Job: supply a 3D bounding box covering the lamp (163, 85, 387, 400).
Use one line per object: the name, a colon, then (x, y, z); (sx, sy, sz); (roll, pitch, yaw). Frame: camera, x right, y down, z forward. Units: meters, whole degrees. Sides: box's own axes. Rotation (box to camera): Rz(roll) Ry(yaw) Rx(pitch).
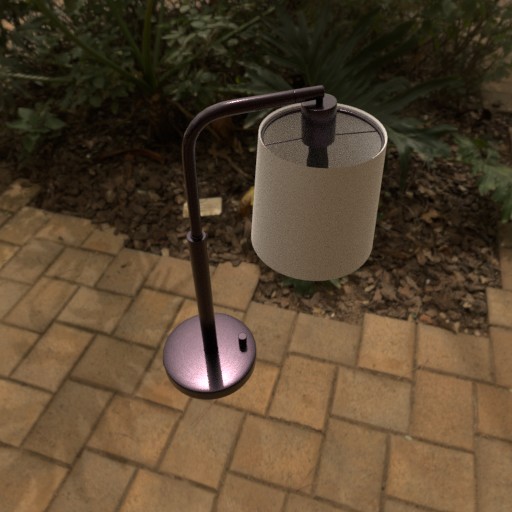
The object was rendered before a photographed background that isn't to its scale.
lamp: (0.000, 0.000, 0.638); (0.333, 0.489, 0.171); (-9, 46, -8)
